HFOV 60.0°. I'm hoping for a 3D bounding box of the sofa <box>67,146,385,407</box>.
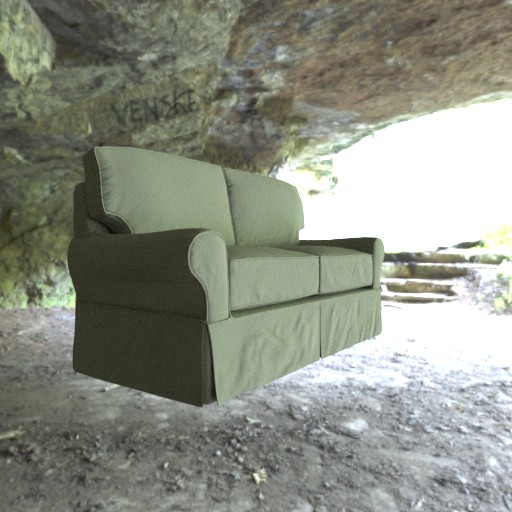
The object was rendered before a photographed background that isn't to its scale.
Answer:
[{"bbox_3d":[0.000,0.000,2.407,0.841,1.024,1.823,1,1,36],"label":"sofa"}]
